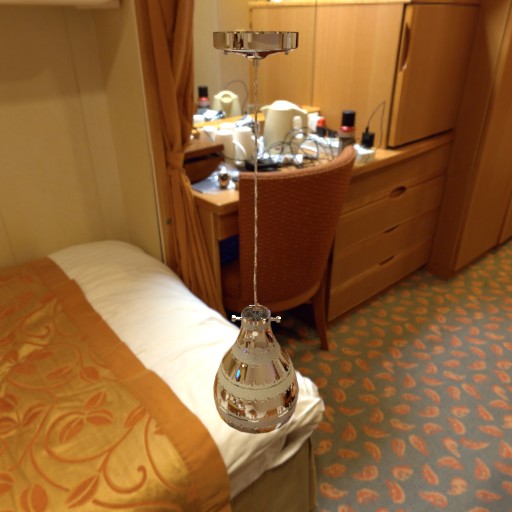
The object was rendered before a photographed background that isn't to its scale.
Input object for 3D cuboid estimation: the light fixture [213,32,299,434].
[{"bbox_3d":[0.000,0.000,1.617,0.374,1.457,0.374,1,28,2],"label":"light fixture"}]
